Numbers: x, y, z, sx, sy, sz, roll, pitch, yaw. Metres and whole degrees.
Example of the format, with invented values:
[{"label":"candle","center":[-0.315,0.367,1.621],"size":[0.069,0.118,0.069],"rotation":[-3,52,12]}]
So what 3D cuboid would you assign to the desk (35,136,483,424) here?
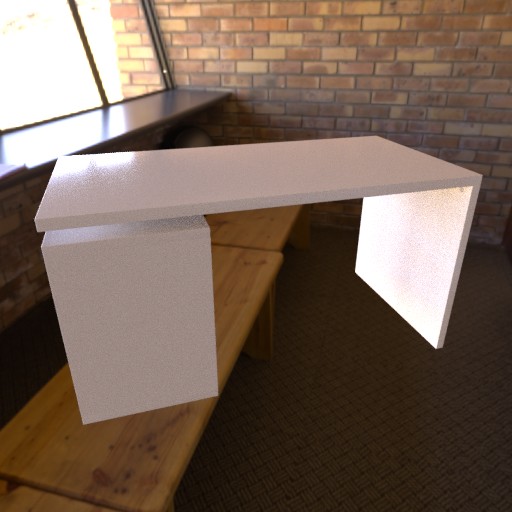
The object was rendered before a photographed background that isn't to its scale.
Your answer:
[{"label":"desk","center":[0.000,0.000,1.783],"size":[1.400,0.740,0.690],"rotation":[-8,27,-15]}]
